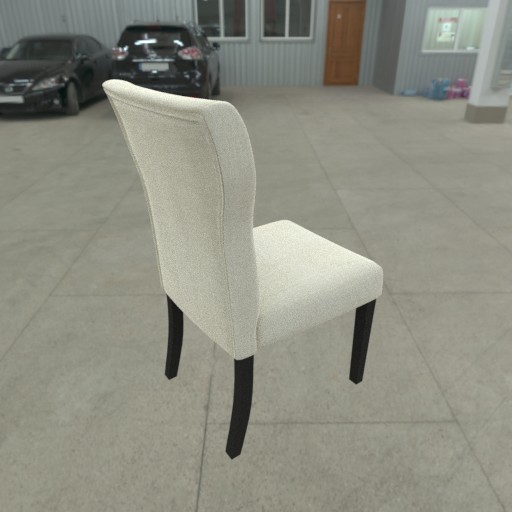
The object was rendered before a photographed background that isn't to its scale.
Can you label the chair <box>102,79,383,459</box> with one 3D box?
[{"bbox_3d":[0.000,0.000,1.238,0.597,0.921,0.509,-19,33,-32],"label":"chair"}]
